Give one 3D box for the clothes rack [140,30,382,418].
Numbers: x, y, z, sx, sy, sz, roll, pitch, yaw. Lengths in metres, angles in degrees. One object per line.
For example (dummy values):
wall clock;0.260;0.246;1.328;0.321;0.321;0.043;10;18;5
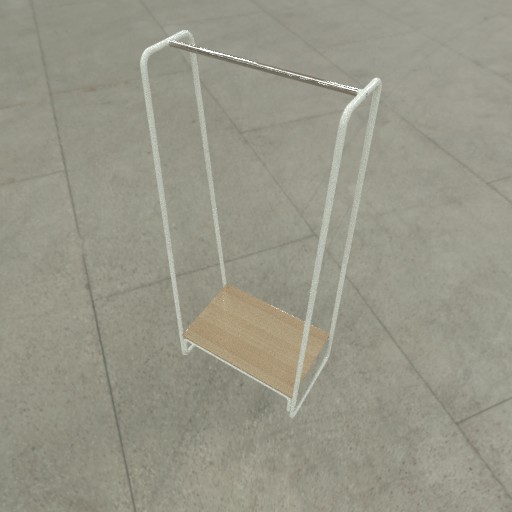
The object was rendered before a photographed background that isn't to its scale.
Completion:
clothes rack;0.000;0.000;1.729;0.640;1.500;0.400;24;51;22
